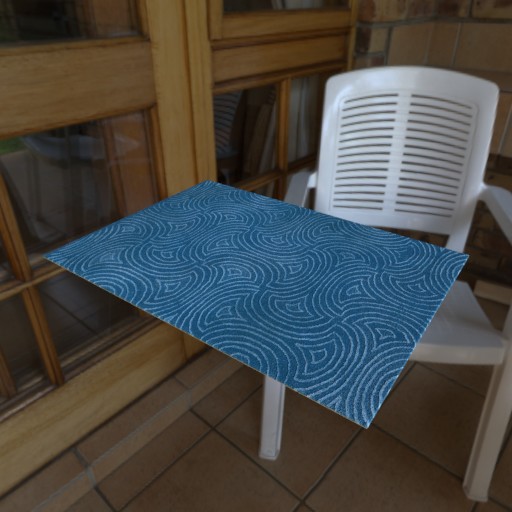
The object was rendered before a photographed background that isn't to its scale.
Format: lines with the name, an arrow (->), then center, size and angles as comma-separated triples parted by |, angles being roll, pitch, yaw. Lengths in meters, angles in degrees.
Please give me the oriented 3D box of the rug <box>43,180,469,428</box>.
rug -> 0.000, 0.000, 2.745 | 2.144, 0.015, 1.543 | 20, 37, 30
